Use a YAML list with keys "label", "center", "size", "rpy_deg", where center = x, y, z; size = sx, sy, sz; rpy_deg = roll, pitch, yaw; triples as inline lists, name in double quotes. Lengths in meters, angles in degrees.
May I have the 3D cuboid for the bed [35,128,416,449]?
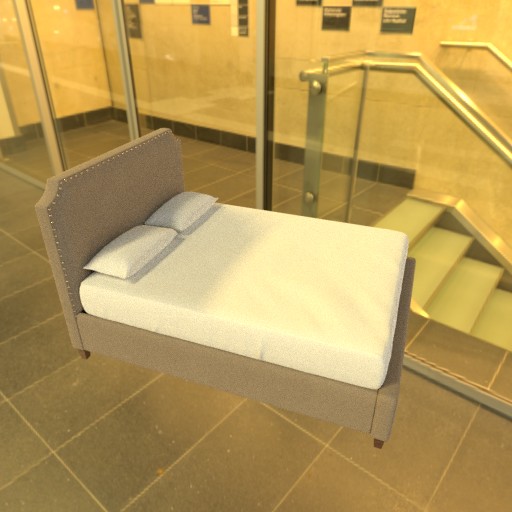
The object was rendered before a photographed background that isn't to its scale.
- label: "bed"
  center: [0.000, 0.000, 3.383]
  size: [2.329, 1.415, 1.703]
  rpy_deg: [11, 32, 18]
